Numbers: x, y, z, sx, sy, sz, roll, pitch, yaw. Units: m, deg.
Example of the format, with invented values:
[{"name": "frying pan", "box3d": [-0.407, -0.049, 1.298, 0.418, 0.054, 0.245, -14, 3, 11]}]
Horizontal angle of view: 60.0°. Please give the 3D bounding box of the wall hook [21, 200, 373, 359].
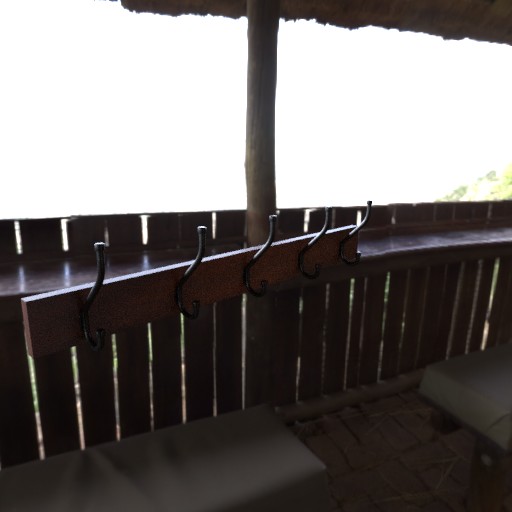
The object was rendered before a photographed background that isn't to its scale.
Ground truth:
[{"name": "wall hook", "box3d": [0.000, 0.000, 0.600, 0.571, 0.117, 0.071, -14, 19, -43]}]
